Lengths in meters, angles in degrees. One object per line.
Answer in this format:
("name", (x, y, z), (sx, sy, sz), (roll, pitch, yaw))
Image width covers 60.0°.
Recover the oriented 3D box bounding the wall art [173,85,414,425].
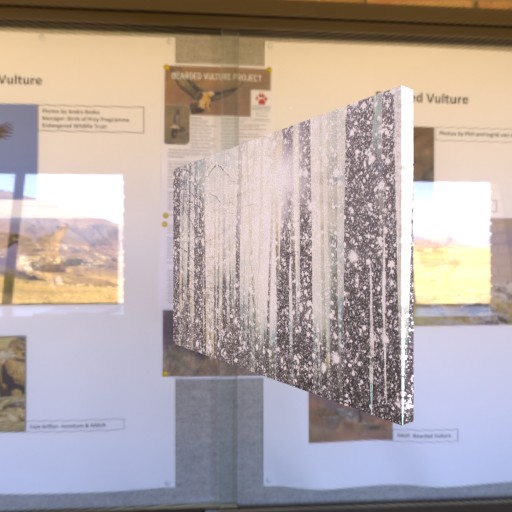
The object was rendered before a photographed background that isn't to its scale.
("wall art", (0.000, 0.000, 1.161), (0.038, 0.598, 0.919), (0, 0, -36))
